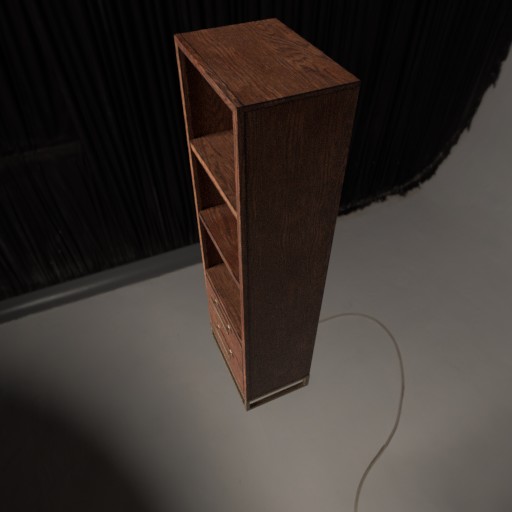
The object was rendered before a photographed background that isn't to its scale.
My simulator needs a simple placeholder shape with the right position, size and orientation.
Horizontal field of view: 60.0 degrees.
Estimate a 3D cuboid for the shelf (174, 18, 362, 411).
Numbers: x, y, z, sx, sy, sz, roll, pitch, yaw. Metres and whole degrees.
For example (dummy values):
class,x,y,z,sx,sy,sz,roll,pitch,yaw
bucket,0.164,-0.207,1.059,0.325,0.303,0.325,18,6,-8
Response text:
class,x,y,z,sx,sy,sz,roll,pitch,yaw
shelf,0.000,0.000,1.951,0.395,1.732,0.539,-18,49,-16
